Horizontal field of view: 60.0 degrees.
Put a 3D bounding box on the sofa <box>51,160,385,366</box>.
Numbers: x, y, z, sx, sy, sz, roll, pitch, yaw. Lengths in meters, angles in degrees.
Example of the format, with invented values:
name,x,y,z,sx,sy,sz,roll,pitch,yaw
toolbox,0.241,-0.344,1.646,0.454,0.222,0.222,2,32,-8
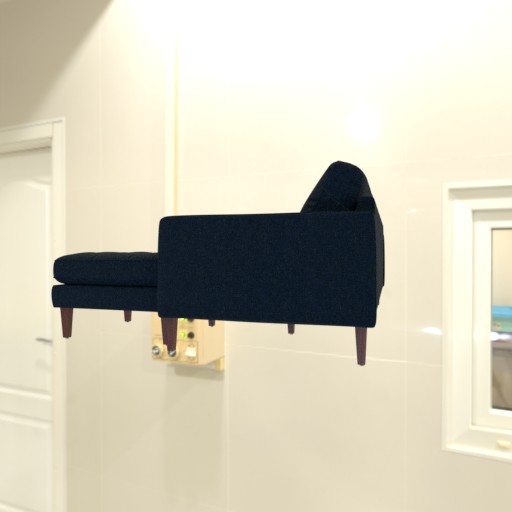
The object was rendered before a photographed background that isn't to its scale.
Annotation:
name,x,y,z,sx,sy,sz,roll,pitch,yaw
sofa,0.000,0.000,2.940,1.613,0.841,2.185,0,1,17
